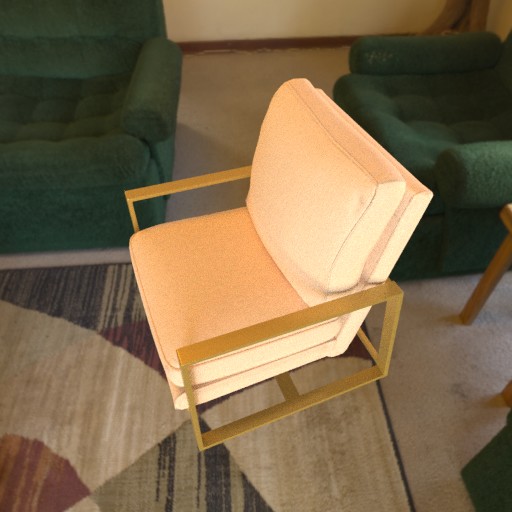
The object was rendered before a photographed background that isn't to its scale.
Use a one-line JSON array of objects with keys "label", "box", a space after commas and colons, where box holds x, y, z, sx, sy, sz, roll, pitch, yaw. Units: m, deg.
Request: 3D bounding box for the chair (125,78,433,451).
[{"label": "chair", "box": [0.000, 0.000, 1.532, 0.813, 0.956, 0.758, -16, 49, -15]}]
